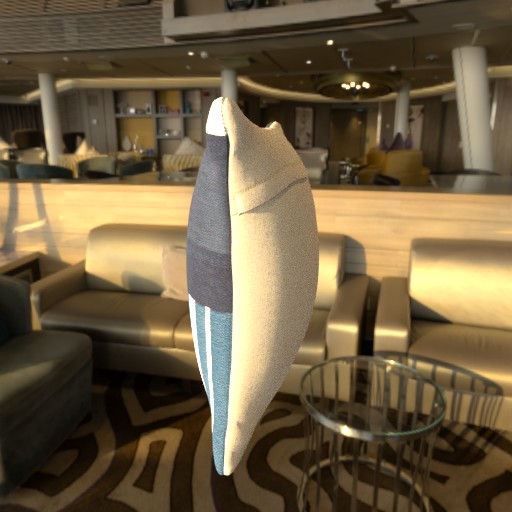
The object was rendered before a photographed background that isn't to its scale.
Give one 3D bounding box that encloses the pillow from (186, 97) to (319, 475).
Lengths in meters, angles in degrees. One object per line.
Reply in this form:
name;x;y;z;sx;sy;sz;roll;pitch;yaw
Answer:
pillow;0.000;0.000;0.809;0.229;0.506;0.536;2;15;9
